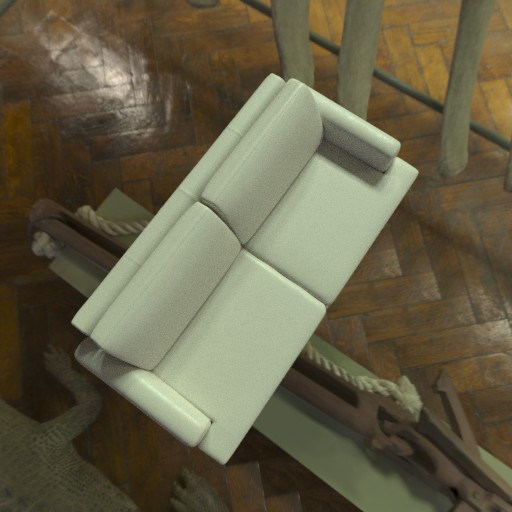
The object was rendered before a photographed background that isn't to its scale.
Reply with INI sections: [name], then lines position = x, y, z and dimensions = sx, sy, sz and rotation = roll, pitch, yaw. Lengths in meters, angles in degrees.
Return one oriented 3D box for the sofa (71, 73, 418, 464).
[sofa]
position = 0.000, 0.000, 2.421
dimensions = 0.974, 0.765, 1.940
rotation = 34, 78, 8
